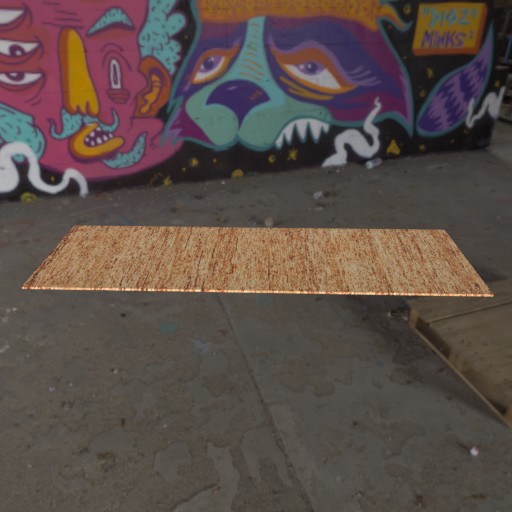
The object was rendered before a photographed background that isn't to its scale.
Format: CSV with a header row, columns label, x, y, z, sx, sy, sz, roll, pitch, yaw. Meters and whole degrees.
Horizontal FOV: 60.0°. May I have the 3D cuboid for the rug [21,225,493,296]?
label,x,y,z,sx,sy,sz,roll,pitch,yaw
rug,0.000,0.000,2.389,2.237,0.014,0.680,1,30,1
